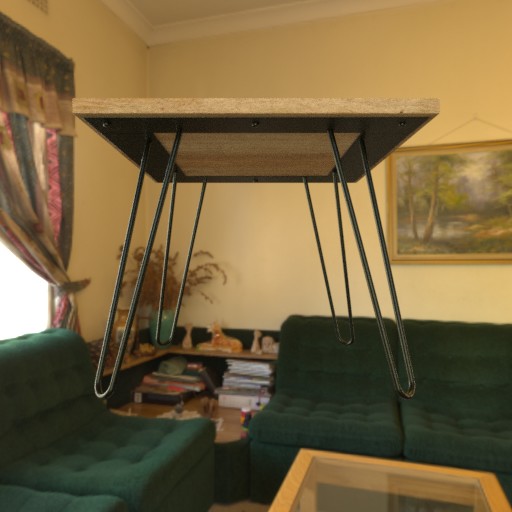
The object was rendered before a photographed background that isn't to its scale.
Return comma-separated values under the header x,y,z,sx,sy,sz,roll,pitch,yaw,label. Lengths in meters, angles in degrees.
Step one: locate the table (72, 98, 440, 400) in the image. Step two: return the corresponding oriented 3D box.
x,y,z,sx,sy,sz,roll,pitch,yaw,label
0.000,0.000,1.013,0.599,0.500,0.599,0,-1,0,table
